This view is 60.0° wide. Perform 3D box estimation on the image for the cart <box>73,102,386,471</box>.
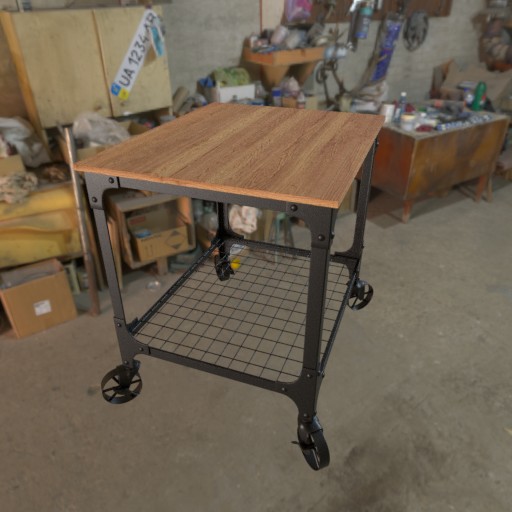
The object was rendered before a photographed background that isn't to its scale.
[{"bbox_3d":[0.000,0.000,1.111,0.558,0.603,0.666,11,32,18],"label":"cart"}]
